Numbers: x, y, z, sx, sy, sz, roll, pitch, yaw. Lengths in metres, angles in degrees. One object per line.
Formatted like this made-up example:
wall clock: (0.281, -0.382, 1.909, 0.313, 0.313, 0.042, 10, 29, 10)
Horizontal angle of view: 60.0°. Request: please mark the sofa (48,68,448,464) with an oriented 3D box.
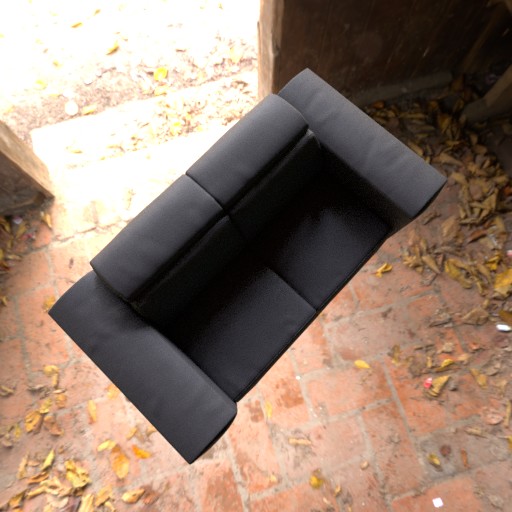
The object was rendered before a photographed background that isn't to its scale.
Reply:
sofa: (0.000, 0.000, 2.420, 1.003, 0.779, 1.895, 42, 79, 10)
